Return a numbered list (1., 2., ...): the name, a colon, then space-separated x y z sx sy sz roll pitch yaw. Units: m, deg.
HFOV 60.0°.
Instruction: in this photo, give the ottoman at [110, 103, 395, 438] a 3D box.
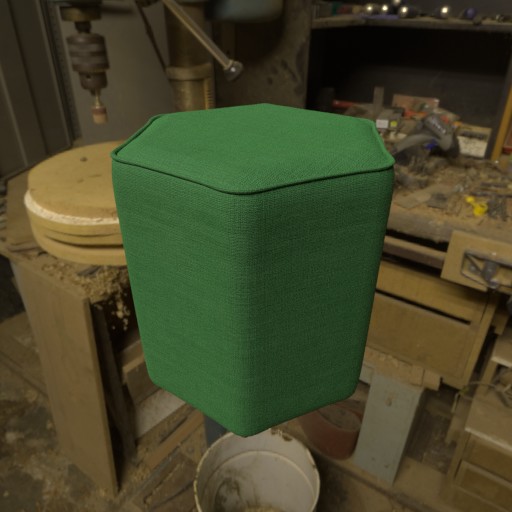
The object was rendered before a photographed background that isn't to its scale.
1. ottoman: 0.000 0.000 0.889 0.499 0.507 0.444 20 36 30
